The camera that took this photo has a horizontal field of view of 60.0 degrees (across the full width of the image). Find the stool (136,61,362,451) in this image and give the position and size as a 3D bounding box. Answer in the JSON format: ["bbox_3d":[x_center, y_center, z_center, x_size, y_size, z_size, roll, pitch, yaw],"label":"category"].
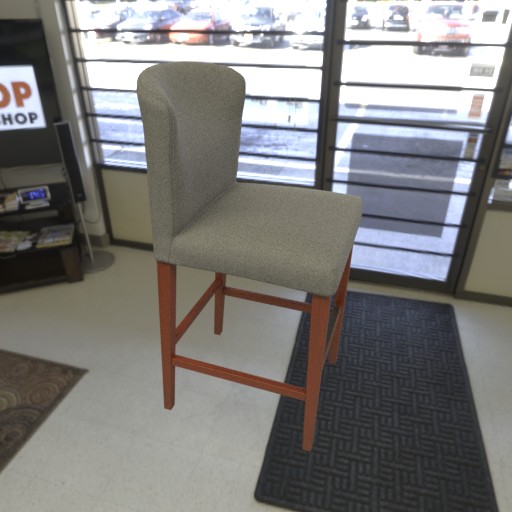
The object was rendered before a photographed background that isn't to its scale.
[{"bbox_3d":[0.000,0.000,1.356,0.568,1.069,0.481,10,32,17],"label":"stool"}]
